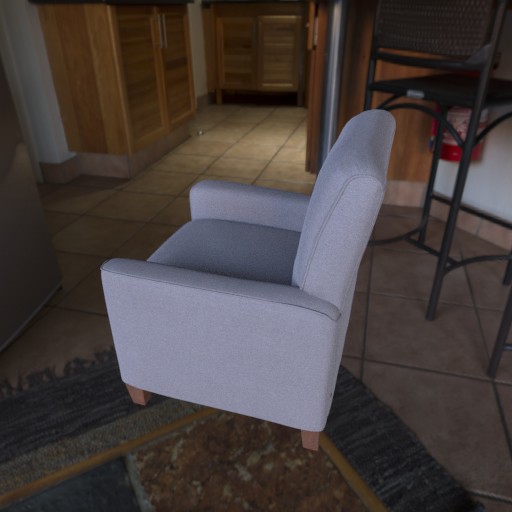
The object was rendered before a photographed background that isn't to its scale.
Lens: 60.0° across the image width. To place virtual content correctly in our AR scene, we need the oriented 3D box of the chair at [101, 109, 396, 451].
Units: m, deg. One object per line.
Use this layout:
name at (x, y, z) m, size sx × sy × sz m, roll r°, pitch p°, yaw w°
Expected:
chair at (0.000, 0.000, 1.665) m, size 0.859 × 1.023 × 0.845 m, roll 9°, pitch 32°, yaw 15°
